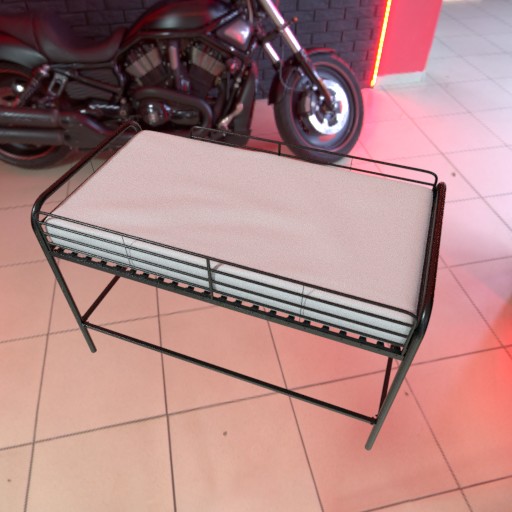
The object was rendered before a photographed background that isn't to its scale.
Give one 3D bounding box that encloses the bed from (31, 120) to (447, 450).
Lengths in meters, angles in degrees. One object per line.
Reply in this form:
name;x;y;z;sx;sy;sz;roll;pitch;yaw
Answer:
bed;0.000;0.000;2.867;1.968;1.289;1.393;15;47;14
